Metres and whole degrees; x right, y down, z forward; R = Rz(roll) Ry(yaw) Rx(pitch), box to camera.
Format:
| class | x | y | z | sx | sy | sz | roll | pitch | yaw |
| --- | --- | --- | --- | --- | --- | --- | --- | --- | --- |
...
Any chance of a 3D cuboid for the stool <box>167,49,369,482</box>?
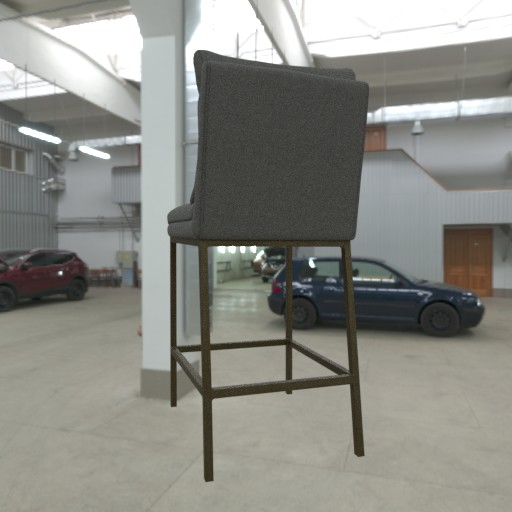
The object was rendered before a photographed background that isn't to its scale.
| class | x | y | z | sx | sy | sz | roll | pitch | yaw |
| --- | --- | --- | --- | --- | --- | --- | --- | --- | --- |
| stool | 0.000 | 0.000 | 1.328 | 0.463 | 1.030 | 0.569 | 0 | 1 | -18 |
